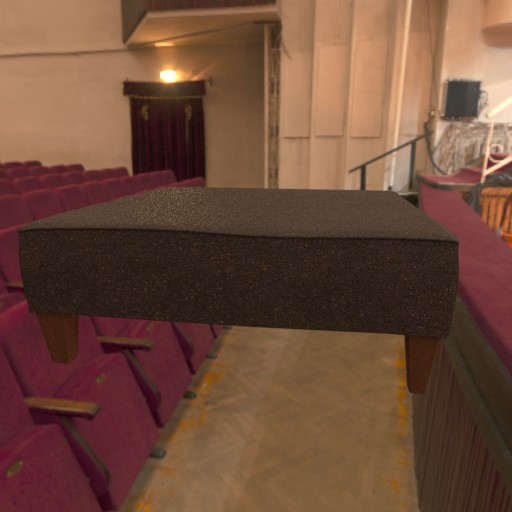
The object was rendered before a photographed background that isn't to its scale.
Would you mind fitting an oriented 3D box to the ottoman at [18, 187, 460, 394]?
[{"bbox_3d":[0.000,0.000,1.463,1.004,0.382,0.968,2,14,9],"label":"ottoman"}]
